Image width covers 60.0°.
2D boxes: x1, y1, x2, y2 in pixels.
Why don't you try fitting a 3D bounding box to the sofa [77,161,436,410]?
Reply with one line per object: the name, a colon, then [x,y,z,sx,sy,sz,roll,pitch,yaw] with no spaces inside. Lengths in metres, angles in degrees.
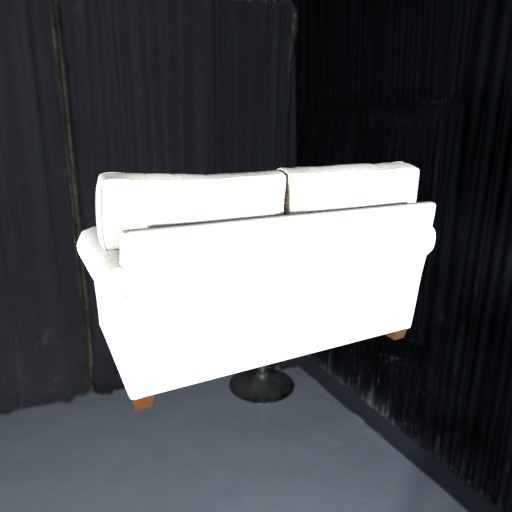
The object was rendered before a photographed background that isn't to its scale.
sofa: [0.000,0.000,2.351,1.701,0.966,0.966,-8,17,-26]
